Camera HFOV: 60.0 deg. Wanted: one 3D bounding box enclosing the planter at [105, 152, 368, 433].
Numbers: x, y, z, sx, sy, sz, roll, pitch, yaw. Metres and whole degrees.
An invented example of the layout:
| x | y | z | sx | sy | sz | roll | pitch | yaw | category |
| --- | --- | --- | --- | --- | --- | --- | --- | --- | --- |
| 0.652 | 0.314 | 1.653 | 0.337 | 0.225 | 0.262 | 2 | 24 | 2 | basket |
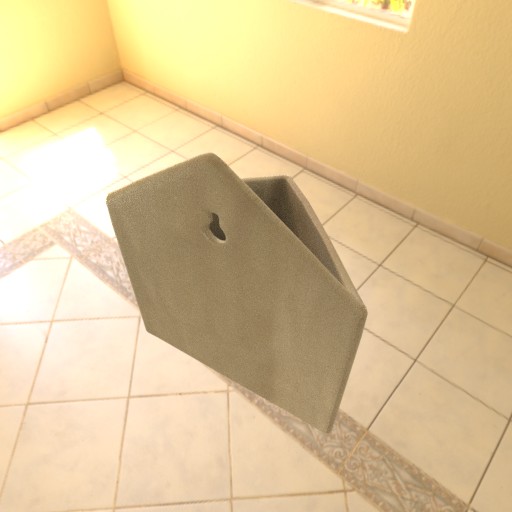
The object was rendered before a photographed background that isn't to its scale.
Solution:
| x | y | z | sx | sy | sz | roll | pitch | yaw | category |
| --- | --- | --- | --- | --- | --- | --- | --- | --- | --- |
| 0.000 | 0.000 | 0.280 | 0.163 | 0.194 | 0.080 | 24 | 51 | 21 | planter |
